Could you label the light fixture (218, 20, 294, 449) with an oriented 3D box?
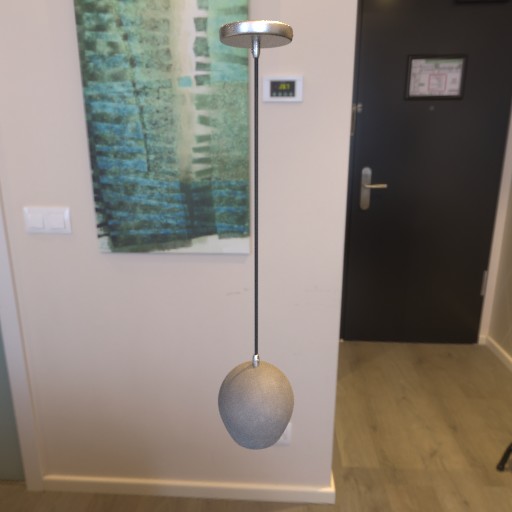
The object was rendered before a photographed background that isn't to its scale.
[{"bbox_3d":[0.000,0.000,0.817,0.153,0.760,0.153,-8,17,-26],"label":"light fixture"}]
